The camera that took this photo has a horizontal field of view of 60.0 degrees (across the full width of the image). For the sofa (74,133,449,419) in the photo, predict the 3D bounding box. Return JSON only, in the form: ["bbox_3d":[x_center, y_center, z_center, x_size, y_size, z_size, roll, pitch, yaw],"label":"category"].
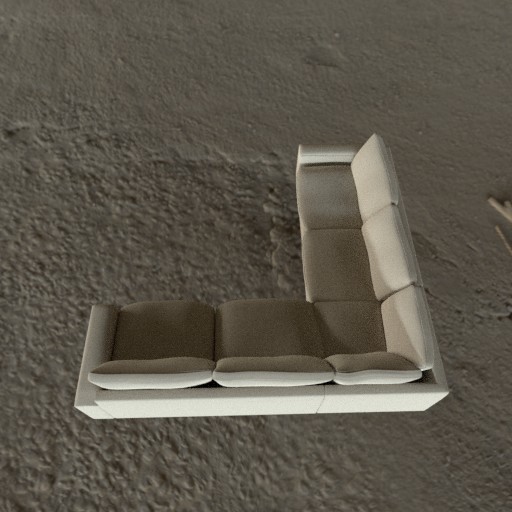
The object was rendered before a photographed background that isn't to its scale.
[{"bbox_3d":[0.000,0.000,4.695,3.206,0.918,3.066,-1,59,-1],"label":"sofa"}]
